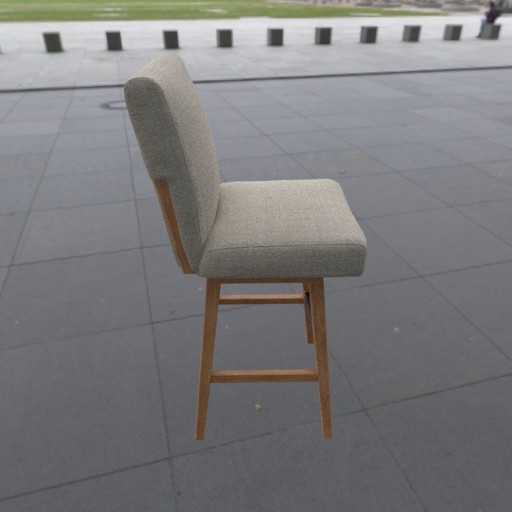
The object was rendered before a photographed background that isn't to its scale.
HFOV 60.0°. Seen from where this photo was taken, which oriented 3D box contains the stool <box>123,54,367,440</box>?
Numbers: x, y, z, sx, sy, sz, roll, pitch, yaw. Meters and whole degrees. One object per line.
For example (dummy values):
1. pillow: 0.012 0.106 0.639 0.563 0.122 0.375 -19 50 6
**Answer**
1. stool: 0.000 0.000 1.367 0.569 1.106 0.483 -1 31 -1
